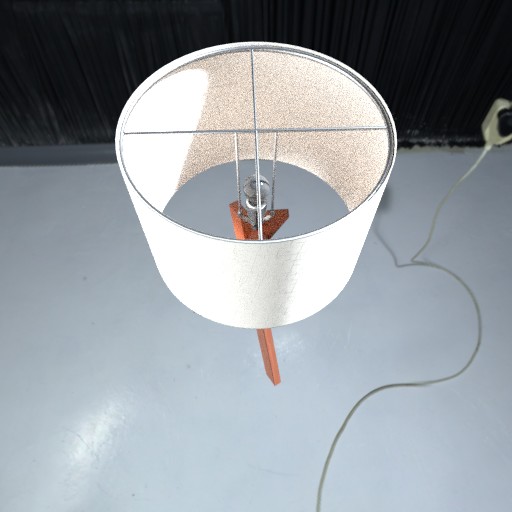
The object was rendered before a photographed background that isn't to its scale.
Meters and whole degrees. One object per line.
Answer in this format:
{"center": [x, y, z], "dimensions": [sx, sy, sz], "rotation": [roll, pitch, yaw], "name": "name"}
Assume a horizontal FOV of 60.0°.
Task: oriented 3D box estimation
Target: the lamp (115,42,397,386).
{"center": [0.000, 0.000, 0.899], "dimensions": [0.380, 0.686, 0.380], "rotation": [-2, 59, -1], "name": "lamp"}
